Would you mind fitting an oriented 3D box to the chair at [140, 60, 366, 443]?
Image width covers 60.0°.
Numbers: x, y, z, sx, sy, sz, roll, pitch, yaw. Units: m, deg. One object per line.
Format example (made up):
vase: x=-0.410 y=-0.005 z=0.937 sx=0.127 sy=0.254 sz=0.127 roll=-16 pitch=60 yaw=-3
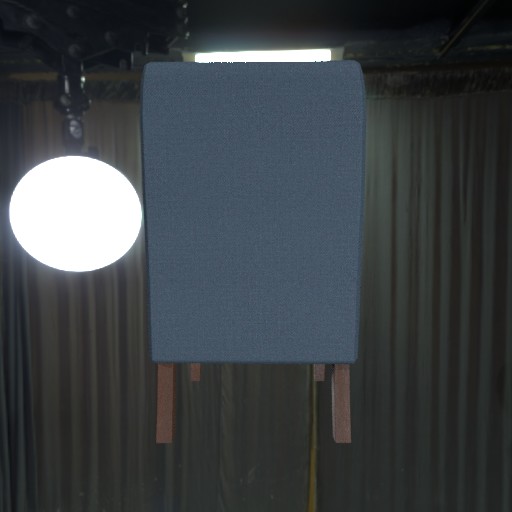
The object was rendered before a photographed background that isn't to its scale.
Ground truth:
chair: x=0.000 y=0.000 z=1.190 sx=0.513 sy=0.804 sz=0.592 roll=0 pitch=1 yaw=0
